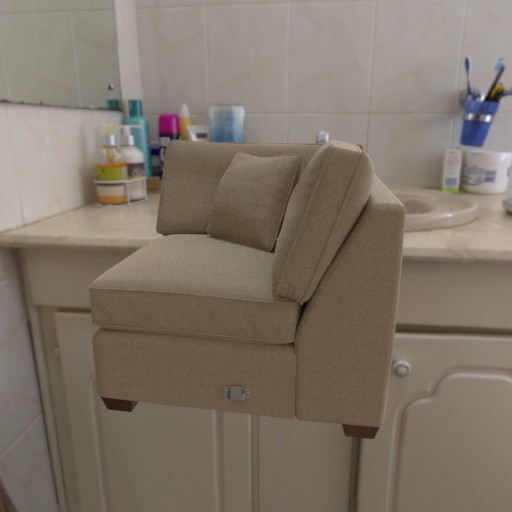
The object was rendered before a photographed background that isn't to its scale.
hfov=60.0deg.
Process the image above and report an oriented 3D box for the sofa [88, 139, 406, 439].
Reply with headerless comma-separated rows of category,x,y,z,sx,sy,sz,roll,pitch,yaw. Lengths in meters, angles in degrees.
sofa,0.000,0.000,1.969,1.084,1.002,1.146,3,16,9
